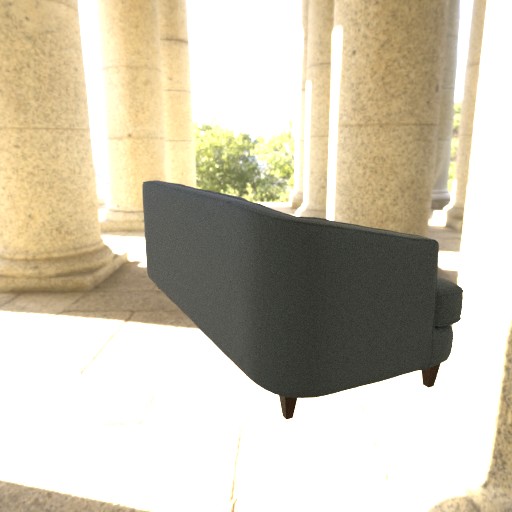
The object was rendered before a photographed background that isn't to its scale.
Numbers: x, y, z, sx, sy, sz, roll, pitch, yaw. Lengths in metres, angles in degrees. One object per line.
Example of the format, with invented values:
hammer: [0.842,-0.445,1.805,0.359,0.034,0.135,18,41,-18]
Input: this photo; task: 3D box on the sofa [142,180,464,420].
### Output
sofa: [0.000,0.000,2.696,0.941,0.855,2.278,-7,15,-26]
